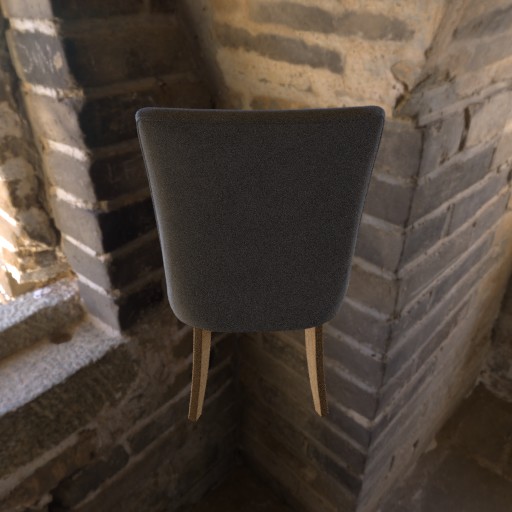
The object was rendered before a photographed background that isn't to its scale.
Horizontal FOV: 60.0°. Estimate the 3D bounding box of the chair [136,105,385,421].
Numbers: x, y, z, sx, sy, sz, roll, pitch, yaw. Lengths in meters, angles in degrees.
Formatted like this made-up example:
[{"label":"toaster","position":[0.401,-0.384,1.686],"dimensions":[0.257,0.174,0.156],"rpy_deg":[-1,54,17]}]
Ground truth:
[{"label":"chair","position":[0.000,0.000,1.257],"dimensions":[0.495,0.902,0.610],"rpy_deg":[-1,29,-2]}]
